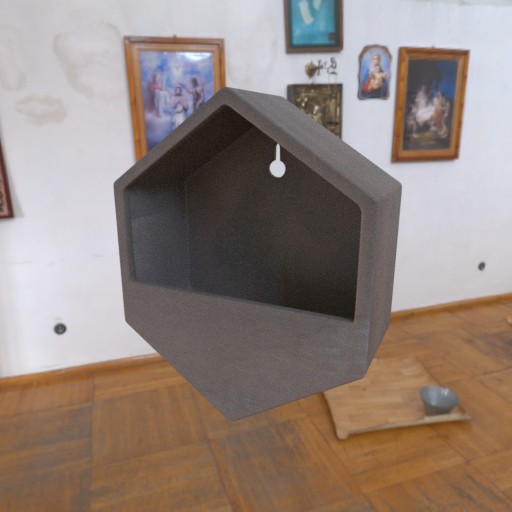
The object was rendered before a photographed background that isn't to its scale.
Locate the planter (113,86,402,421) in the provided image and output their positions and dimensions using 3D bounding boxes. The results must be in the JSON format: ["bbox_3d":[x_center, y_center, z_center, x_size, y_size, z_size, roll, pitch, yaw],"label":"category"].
[{"bbox_3d":[0.000,0.000,0.296,0.169,0.206,0.077,8,17,25],"label":"planter"}]
